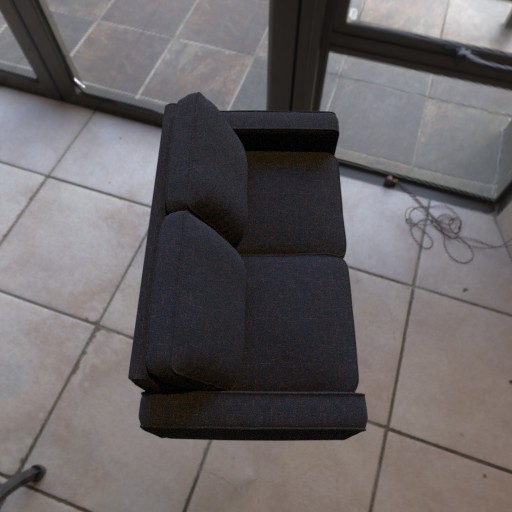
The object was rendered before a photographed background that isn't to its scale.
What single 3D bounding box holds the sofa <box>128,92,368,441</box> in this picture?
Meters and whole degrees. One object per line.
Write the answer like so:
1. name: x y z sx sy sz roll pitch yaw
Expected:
1. sofa: 0.000 0.000 2.265 0.947 0.918 1.709 0 63 0
